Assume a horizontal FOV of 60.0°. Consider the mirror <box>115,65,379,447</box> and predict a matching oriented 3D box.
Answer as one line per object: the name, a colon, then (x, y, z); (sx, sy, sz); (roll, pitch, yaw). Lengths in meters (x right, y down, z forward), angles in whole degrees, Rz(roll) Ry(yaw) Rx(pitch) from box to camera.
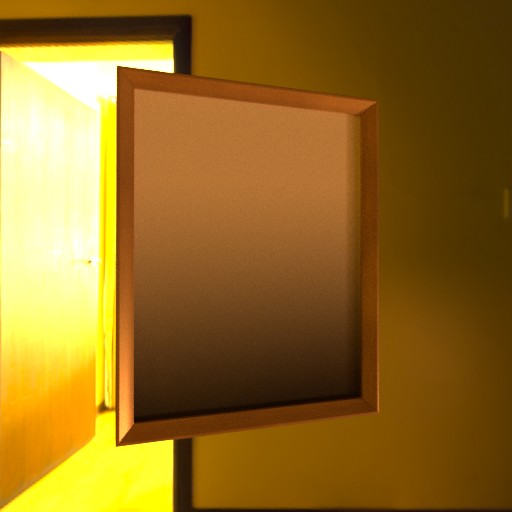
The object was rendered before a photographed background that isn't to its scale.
mirror: (0.000, 0.000, 0.673); (0.406, 0.509, 0.041); (0, -1, -18)
